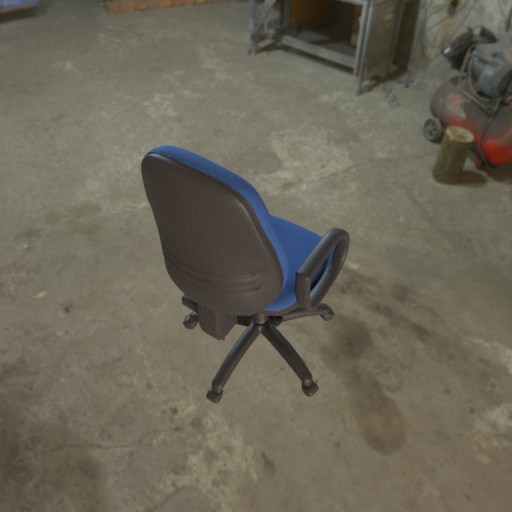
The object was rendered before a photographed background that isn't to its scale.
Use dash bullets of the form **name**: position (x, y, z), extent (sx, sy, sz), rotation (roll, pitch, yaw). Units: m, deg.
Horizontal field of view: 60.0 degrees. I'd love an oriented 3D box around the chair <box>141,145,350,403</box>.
- **chair**: position (0.000, 0.000, 1.279), extent (0.552, 0.905, 0.549), rotation (24, 50, 22)
